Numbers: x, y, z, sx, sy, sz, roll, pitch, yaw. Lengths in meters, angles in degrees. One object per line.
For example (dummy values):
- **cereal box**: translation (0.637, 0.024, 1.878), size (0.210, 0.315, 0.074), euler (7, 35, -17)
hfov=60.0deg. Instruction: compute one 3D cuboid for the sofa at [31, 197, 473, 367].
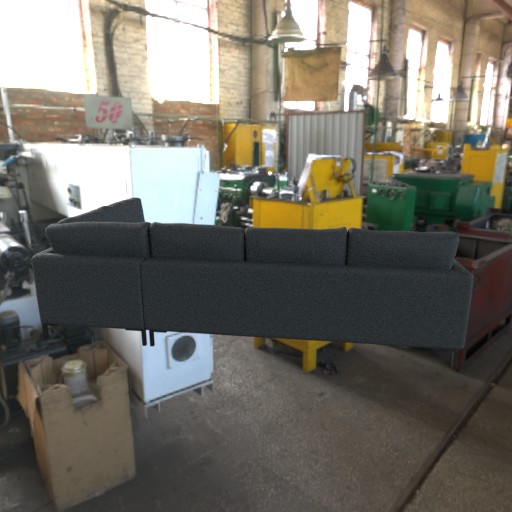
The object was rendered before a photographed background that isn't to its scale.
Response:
- **sofa**: translation (0.000, 0.000, 3.853), size (2.975, 0.858, 1.984), euler (2, 15, 8)
